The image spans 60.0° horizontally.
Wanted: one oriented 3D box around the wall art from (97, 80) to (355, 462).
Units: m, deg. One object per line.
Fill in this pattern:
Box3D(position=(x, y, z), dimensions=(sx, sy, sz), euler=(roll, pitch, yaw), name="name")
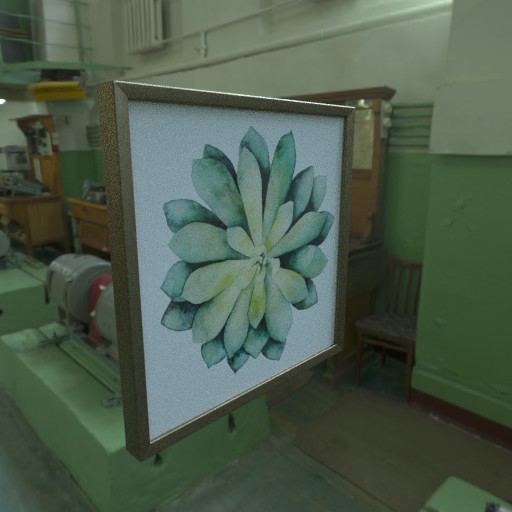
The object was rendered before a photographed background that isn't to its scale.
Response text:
Box3D(position=(0.000, 0.000, 0.751), dimensions=(0.040, 0.506, 0.503), euler=(13, 19, 43), name="wall art")
